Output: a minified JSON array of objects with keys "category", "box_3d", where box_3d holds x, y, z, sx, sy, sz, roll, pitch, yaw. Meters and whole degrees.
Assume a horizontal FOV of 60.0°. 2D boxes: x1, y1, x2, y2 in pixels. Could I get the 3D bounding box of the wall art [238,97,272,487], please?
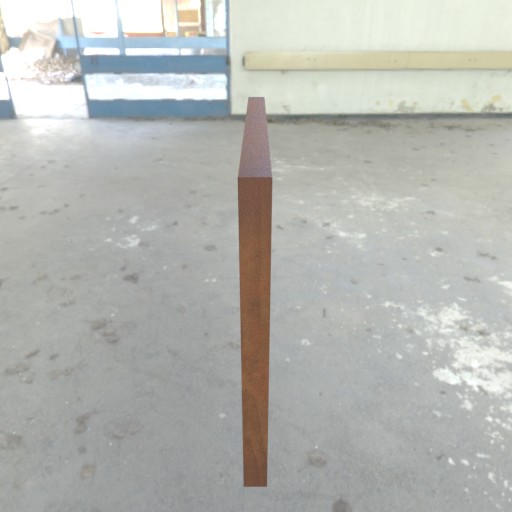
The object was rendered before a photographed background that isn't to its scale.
[{"category":"wall art","box_3d":[0.000,0.000,0.779,0.033,0.457,0.558,0,27,0]}]
